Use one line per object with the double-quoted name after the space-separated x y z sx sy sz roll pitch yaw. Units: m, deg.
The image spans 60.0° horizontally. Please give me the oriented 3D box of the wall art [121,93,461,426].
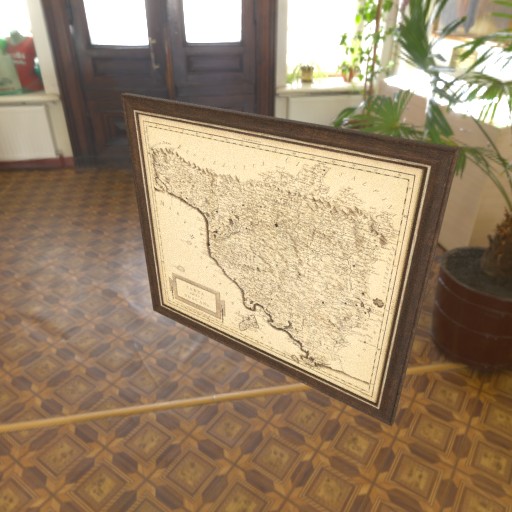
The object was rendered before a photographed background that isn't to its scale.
0.000 0.000 1.406 1.033 0.875 0.023 19 36 29 "wall art"
